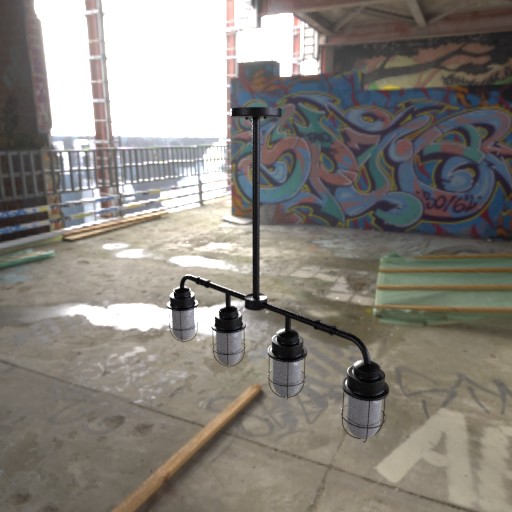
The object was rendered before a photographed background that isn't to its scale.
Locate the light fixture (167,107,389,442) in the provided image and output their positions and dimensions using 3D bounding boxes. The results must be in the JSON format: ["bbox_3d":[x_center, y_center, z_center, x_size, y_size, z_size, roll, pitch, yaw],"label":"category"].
[{"bbox_3d":[0.000,0.000,1.243,0.131,0.785,0.852,-14,21,-42],"label":"light fixture"}]
